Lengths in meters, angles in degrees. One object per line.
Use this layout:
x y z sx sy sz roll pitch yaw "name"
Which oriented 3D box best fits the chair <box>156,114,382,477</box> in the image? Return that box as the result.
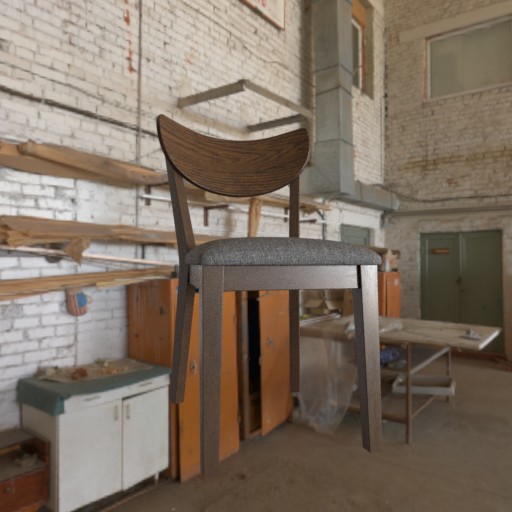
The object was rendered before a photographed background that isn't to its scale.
0.000 0.000 1.182 0.491 0.849 0.583 0 -1 -17 "chair"
